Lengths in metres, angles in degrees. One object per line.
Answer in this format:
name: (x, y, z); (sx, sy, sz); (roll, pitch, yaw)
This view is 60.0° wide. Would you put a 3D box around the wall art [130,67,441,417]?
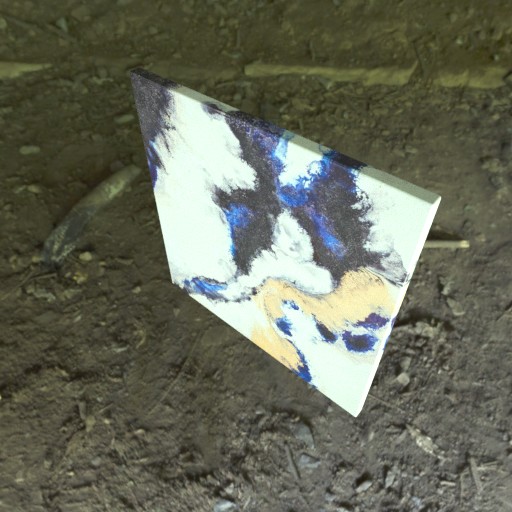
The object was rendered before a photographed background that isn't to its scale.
wall art: (0.000, 0.000, 1.337); (0.887, 0.885, 0.038); (32, 53, 27)
